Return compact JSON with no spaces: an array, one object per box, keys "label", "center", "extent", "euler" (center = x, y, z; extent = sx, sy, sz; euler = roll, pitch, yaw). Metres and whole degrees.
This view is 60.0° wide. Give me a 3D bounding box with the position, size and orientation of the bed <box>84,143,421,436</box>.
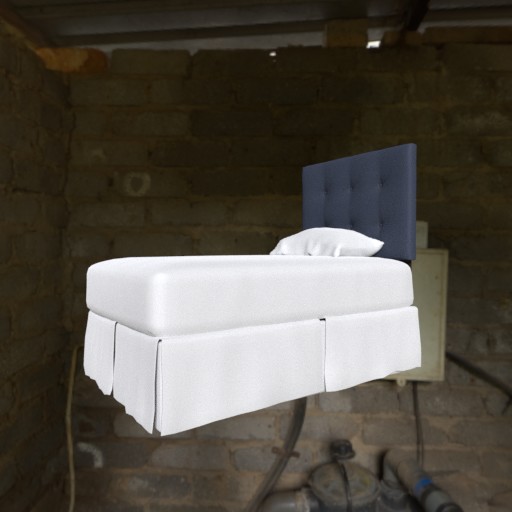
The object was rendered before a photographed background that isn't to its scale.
[{"label":"bed","center":[0.000,0.000,2.999],"extent":[1.997,1.571,1.261],"euler":[-1,1,-35]}]
